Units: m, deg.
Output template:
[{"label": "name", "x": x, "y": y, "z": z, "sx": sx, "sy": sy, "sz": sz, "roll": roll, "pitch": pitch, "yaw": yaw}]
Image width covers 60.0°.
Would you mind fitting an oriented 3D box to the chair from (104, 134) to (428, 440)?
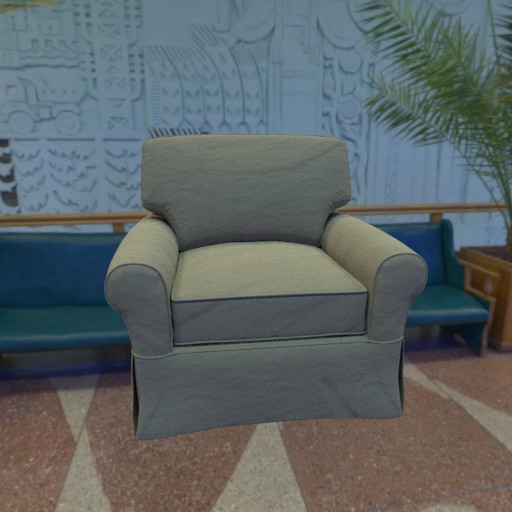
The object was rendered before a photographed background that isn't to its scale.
[{"label": "chair", "x": 0.000, "y": 0.000, "z": 1.911, "sx": 1.135, "sy": 1.017, "sz": 0.988, "roll": -2, "pitch": 15, "yaw": -8}]
